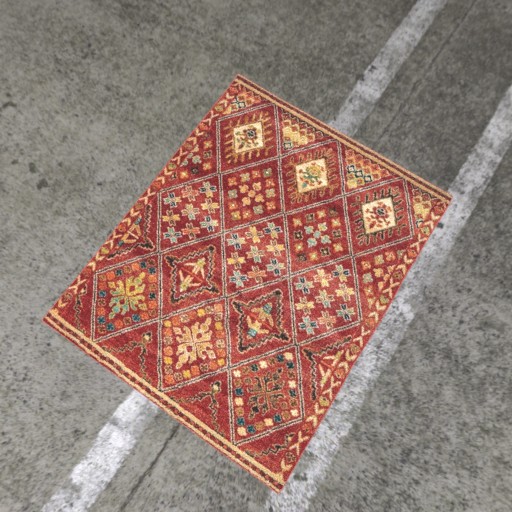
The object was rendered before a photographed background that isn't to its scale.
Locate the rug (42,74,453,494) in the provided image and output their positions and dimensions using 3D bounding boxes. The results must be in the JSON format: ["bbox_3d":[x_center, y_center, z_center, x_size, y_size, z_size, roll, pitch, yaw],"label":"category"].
[{"bbox_3d":[0.000,0.000,4.057,2.489,0.030,3.086,33,76,9],"label":"rug"}]
